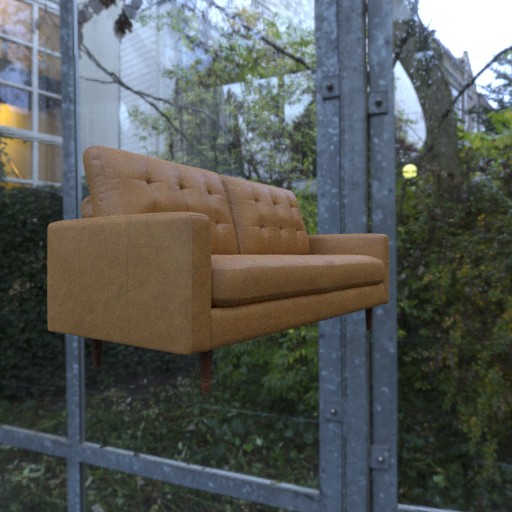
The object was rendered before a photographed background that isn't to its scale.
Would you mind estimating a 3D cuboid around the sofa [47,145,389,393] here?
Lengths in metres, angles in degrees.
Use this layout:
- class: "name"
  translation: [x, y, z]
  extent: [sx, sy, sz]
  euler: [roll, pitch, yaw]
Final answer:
- class: "sofa"
  translation: [0.000, 0.000, 2.262]
  extent: [0.850, 0.898, 1.821]
  euler: [0, 0, 35]
